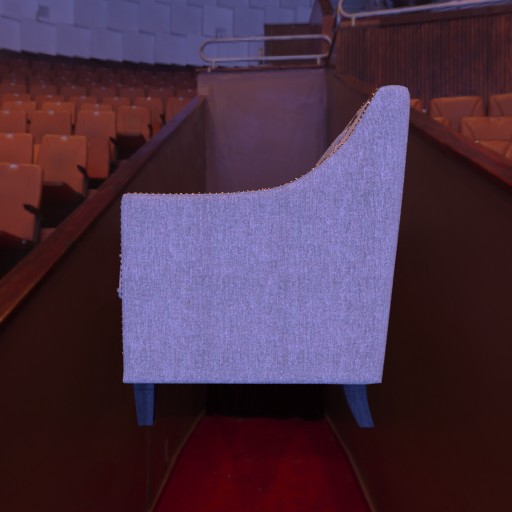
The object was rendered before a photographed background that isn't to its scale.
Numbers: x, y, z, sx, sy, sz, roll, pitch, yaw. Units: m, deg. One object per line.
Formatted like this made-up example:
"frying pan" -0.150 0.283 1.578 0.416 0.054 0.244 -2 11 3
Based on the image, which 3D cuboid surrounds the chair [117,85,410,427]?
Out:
"chair" 0.000 0.000 1.615 0.884 0.967 0.776 0 0 0
